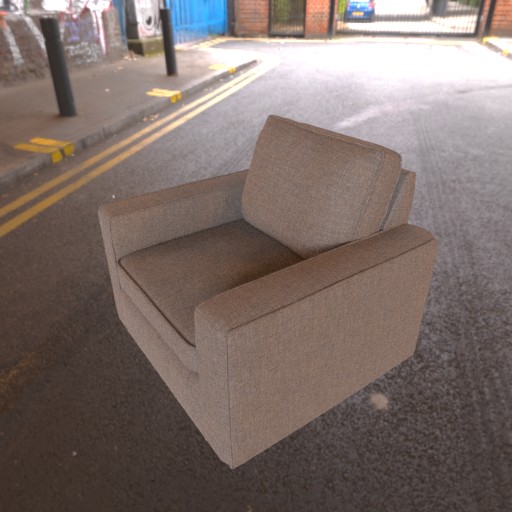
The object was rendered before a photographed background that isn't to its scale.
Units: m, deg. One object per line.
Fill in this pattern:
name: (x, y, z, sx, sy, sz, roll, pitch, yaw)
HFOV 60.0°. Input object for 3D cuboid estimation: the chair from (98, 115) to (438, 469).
chair: (0.000, 0.000, 1.762, 0.940, 0.914, 1.016, -20, 36, -30)
